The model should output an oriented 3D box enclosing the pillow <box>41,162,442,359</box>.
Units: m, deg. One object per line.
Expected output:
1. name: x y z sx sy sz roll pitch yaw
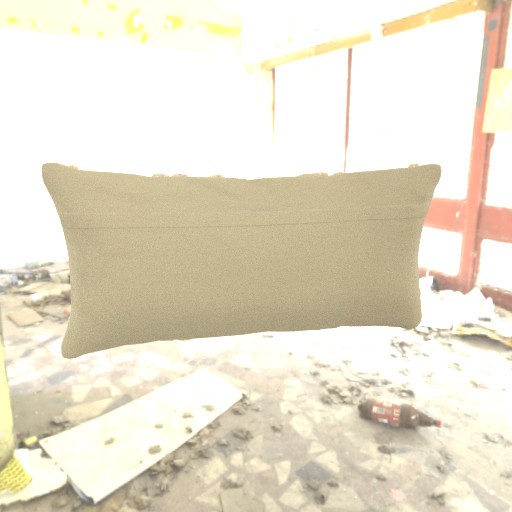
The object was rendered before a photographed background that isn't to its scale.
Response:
1. pillow: 0.000 0.000 0.703 0.608 0.295 0.161 -3 14 -10
